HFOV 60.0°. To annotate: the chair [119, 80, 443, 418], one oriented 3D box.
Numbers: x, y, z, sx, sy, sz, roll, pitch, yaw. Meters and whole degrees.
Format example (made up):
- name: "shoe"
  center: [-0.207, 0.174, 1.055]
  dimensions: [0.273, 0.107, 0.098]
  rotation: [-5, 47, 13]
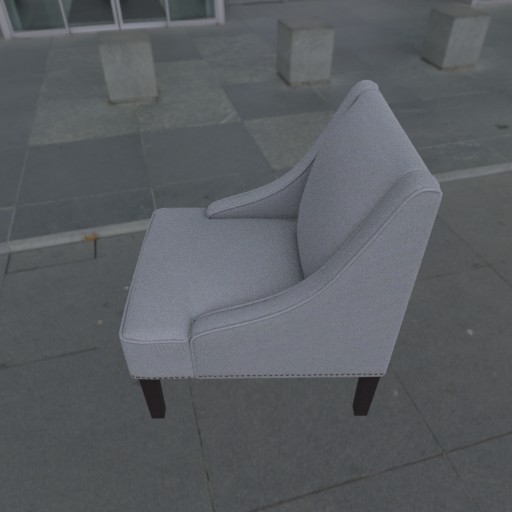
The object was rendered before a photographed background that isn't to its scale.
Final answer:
- name: "chair"
  center: [0.000, 0.000, 1.375]
  dimensions: [0.747, 0.867, 0.631]
  rotation: [-1, 40, -1]
